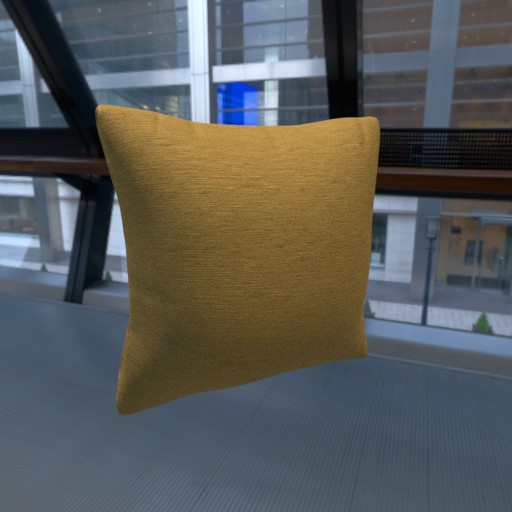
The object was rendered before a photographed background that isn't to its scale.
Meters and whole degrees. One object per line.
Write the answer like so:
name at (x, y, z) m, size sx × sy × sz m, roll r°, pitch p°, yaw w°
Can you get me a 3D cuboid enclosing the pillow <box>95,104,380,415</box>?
pillow at (0.000, 0.000, 0.668) m, size 0.435 × 0.417 × 0.247 m, roll -6°, pitch 14°, yaw -25°
